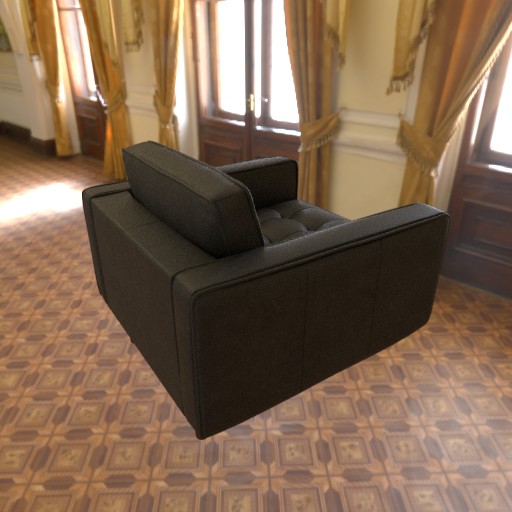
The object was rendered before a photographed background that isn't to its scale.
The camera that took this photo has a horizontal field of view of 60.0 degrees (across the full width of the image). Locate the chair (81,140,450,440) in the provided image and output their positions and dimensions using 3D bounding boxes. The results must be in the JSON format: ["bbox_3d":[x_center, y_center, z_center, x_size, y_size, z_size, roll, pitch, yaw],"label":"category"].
[{"bbox_3d":[0.000,0.000,1.548,0.914,0.763,0.889,-17,31,-30],"label":"chair"}]
